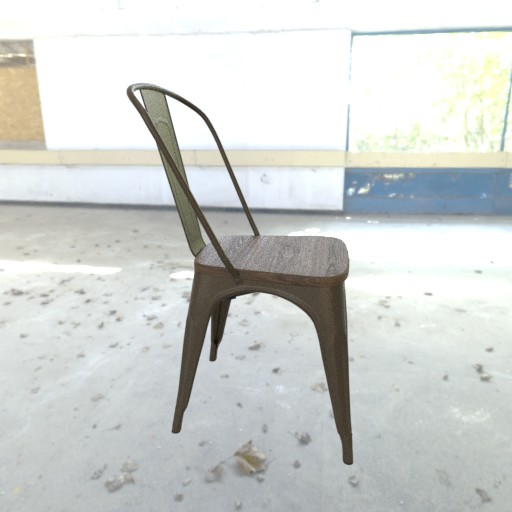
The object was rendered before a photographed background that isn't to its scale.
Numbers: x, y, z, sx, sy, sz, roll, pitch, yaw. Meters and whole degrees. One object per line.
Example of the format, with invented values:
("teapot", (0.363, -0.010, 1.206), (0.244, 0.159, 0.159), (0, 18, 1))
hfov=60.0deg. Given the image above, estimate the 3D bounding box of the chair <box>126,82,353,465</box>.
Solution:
("chair", (0.000, 0.000, 1.150), (0.532, 0.844, 0.451), (3, 17, 9))
